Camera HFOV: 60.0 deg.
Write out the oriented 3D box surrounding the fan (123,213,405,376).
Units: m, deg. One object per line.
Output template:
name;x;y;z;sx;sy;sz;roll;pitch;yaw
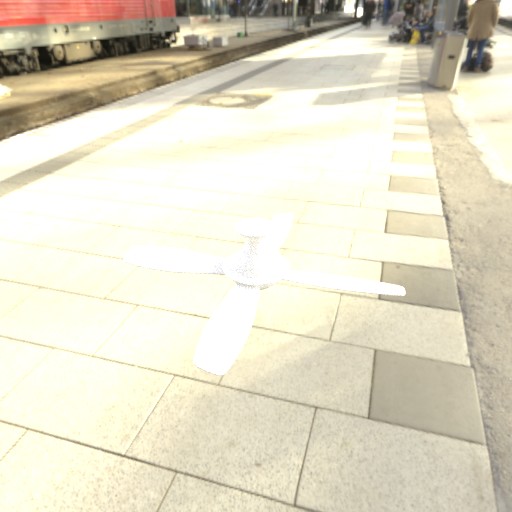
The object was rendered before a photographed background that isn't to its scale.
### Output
fan;0.000;0.000;2.572;1.693;0.382;1.694;7;31;13
